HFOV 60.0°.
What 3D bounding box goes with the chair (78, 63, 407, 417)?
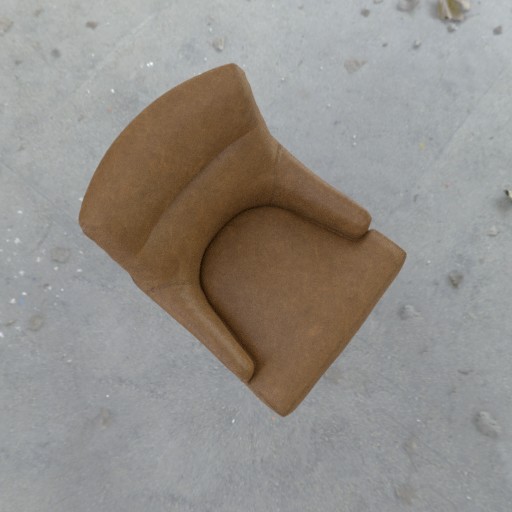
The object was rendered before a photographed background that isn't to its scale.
[{"bbox_3d":[0.000,0.000,1.546,0.874,0.869,0.729,38,78,10],"label":"chair"}]
